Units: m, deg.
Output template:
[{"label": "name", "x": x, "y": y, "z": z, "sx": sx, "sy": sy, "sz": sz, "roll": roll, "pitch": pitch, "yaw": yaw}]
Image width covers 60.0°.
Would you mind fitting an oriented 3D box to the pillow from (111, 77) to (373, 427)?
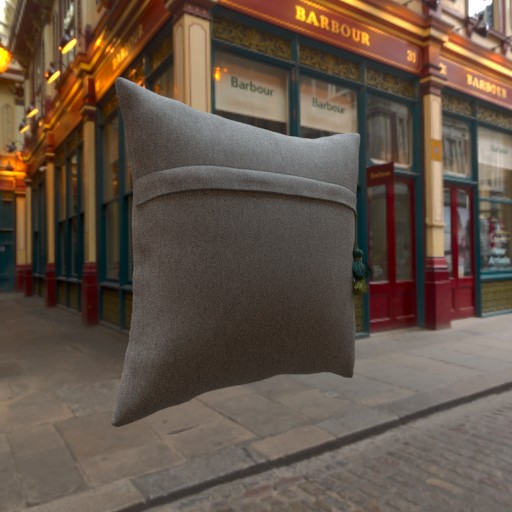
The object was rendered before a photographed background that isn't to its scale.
[{"label": "pillow", "x": 0.000, "y": 0.000, "z": 0.673, "sx": 0.433, "sy": 0.436, "sz": 0.173, "roll": 0, "pitch": 0, "yaw": -35}]
